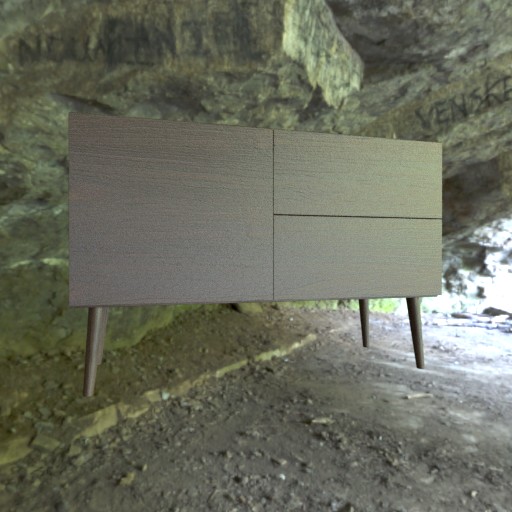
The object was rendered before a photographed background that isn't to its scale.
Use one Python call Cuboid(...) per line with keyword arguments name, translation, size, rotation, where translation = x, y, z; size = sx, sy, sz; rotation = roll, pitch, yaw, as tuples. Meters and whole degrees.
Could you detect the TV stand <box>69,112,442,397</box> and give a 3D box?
Cuboid(name="TV stand", translation=(0.000, 0.000, 1.325), size=(0.990, 0.660, 0.405), rotation=(0, 0, -16))
